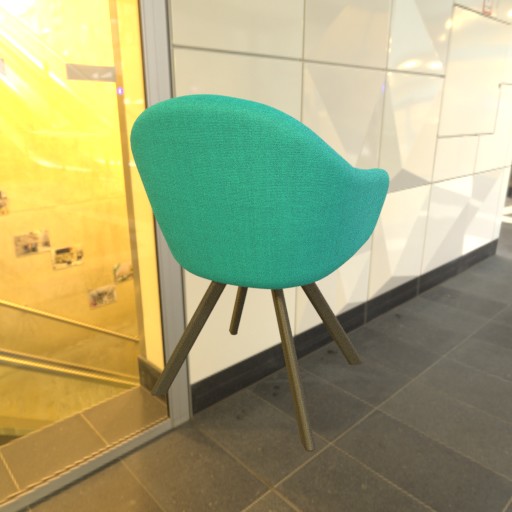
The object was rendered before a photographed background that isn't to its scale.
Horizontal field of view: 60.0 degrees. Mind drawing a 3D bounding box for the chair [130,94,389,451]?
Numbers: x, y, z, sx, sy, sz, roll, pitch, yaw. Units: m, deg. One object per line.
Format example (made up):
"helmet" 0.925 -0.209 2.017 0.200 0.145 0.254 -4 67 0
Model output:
"chair" 0.000 0.000 1.181 0.590 0.795 0.550 9 20 26
